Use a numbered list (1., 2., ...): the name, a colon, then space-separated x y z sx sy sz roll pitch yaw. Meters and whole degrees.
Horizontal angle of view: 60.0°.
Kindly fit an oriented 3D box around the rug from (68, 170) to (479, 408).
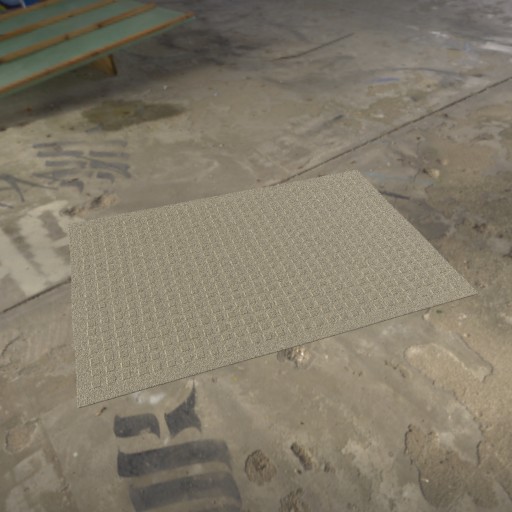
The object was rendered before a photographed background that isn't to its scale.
1. rug: 0.000 0.000 2.197 1.747 0.006 1.143 -13 43 -14
